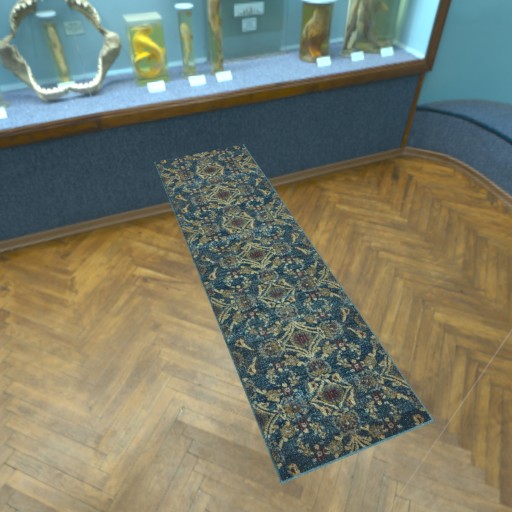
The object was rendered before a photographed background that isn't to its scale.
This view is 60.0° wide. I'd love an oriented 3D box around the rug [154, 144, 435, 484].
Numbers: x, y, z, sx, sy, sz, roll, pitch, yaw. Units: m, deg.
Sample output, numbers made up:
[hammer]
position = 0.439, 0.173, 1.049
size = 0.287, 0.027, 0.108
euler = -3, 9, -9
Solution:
[rug]
position = 0.000, 0.000, 2.474
size = 0.685, 0.014, 2.292
euler = -15, 47, -15
